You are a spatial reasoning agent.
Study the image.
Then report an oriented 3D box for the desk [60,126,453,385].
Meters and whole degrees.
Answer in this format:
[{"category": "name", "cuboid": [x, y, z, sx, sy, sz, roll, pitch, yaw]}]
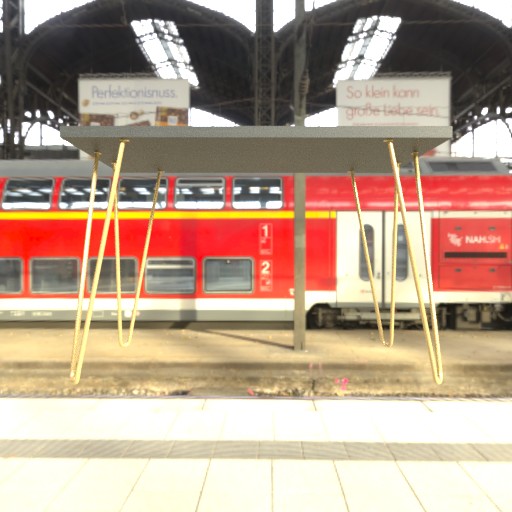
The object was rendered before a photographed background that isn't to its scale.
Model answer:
[{"category": "desk", "cuboid": [0.000, 0.000, 1.369, 0.991, 0.660, 0.499, 0, 1, 0]}]
